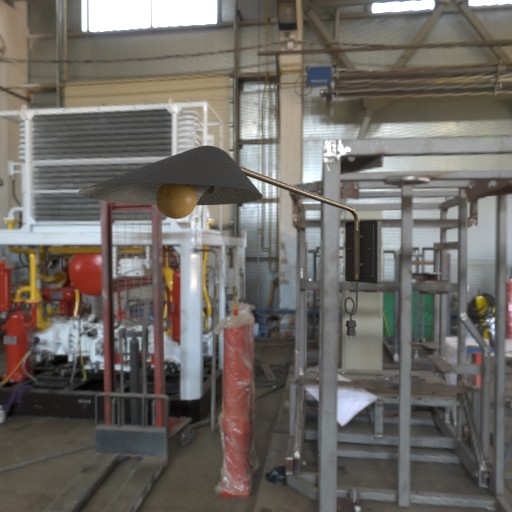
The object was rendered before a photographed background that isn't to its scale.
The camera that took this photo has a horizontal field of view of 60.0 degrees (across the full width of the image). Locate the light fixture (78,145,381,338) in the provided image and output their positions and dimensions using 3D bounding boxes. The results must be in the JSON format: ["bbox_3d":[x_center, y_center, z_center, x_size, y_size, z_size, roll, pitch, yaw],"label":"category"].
[{"bbox_3d":[0.000,0.000,0.682,0.516,0.312,0.240,-1,1,-37],"label":"light fixture"}]
